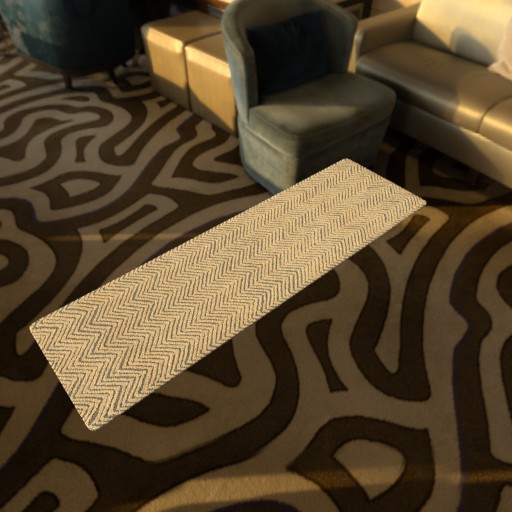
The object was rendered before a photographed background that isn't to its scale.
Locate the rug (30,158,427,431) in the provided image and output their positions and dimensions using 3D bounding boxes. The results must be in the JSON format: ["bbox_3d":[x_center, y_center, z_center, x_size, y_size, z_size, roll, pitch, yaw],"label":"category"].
[{"bbox_3d":[0.000,0.000,2.464,2.286,0.008,0.686,-31,52,-27],"label":"rug"}]
